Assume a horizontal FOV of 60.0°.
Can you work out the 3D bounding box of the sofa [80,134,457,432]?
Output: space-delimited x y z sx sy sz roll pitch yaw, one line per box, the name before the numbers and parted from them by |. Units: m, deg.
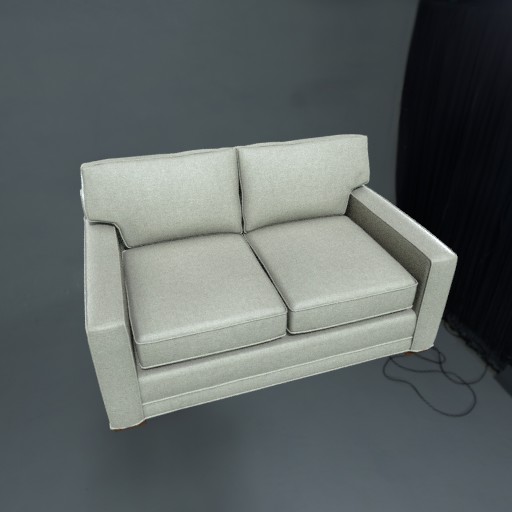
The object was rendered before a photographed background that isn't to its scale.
sofa | 0.000 0.000 2.073 1.484 0.853 0.940 -10 34 -15
